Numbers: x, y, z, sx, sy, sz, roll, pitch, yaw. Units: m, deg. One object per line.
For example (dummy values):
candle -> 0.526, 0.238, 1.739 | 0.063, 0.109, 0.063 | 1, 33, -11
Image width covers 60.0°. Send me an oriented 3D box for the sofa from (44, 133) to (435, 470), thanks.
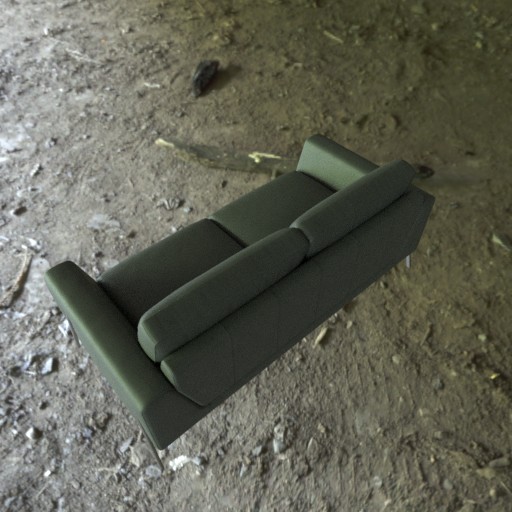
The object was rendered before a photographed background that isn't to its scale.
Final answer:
sofa -> 0.000, 0.000, 2.521 | 2.017, 0.875, 0.953 | -32, 54, -27
